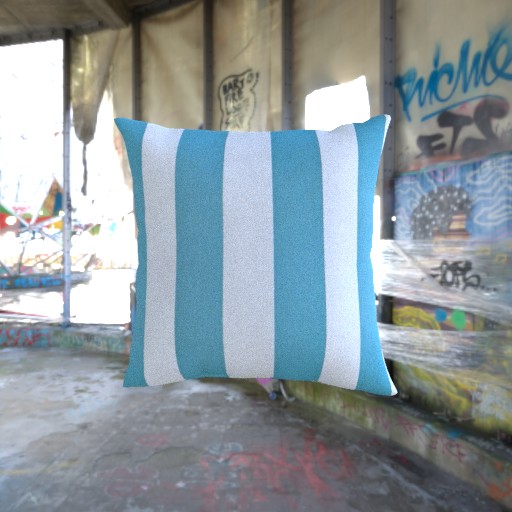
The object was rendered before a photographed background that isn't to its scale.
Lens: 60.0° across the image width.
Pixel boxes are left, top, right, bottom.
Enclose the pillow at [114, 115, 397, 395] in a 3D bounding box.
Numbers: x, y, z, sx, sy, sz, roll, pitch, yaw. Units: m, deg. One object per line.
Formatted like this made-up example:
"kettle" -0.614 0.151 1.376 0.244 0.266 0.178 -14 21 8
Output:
"pillow" 0.000 0.000 0.833 0.536 0.526 0.189 0 1 0
